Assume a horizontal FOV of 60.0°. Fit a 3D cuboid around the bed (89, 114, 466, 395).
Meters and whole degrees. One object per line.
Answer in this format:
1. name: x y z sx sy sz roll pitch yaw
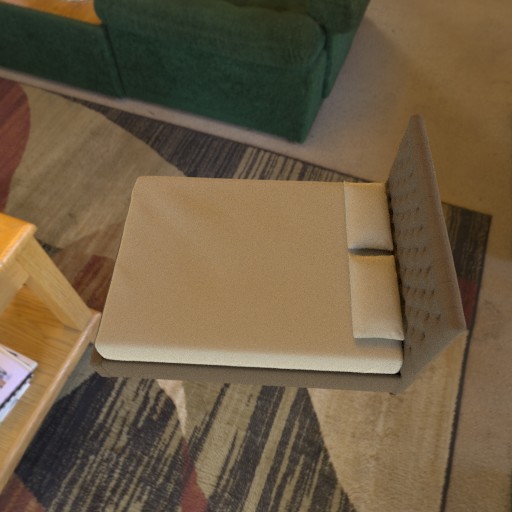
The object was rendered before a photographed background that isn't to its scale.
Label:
1. bed: 0.000 0.000 3.419 2.387 1.427 1.698 3 59 2
